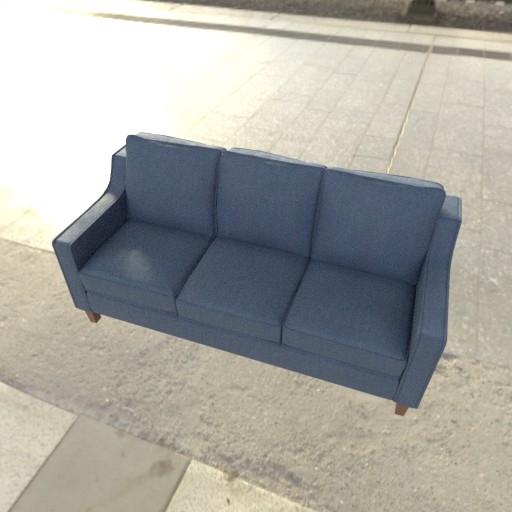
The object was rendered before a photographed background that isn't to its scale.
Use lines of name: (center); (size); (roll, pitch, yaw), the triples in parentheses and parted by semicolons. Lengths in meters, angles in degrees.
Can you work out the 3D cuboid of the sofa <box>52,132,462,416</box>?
sofa: (0.000, 0.000, 2.493); (1.986, 0.974, 0.911); (13, 43, 15)
